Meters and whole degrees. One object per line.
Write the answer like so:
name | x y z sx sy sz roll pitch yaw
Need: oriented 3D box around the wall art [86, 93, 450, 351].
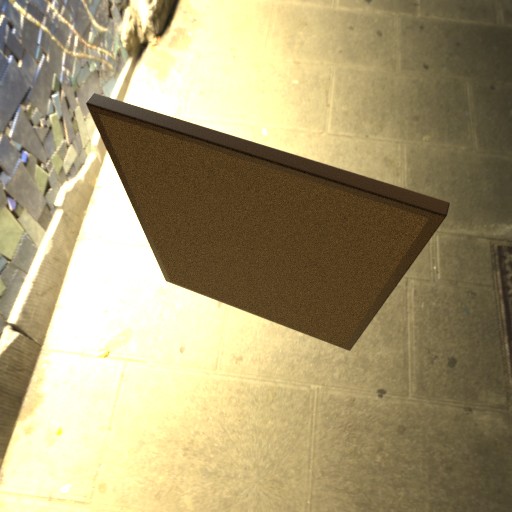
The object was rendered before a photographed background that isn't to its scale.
wall art | 0.000 0.000 0.762 0.449 0.550 0.021 20 65 10
